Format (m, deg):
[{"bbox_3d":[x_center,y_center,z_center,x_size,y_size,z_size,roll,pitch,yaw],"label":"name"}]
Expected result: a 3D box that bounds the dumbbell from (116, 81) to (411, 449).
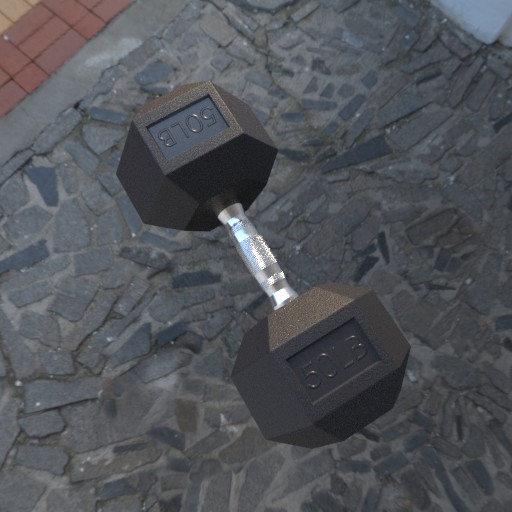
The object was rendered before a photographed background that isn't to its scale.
[{"bbox_3d":[0.000,0.000,0.474,0.173,0.150,0.384,-30,78,-7],"label":"dumbbell"}]
